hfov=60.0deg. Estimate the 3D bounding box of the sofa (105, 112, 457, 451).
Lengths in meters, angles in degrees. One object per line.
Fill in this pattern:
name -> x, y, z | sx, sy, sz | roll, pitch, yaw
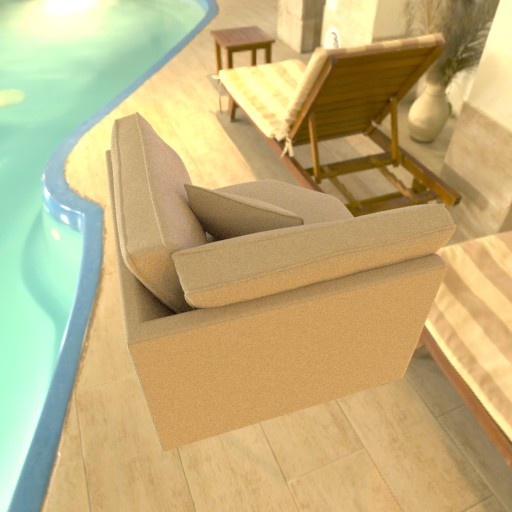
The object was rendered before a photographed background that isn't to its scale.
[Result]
sofa -> 0.000, 0.000, 1.855 | 1.050, 0.937, 1.042 | -12, 44, -12
